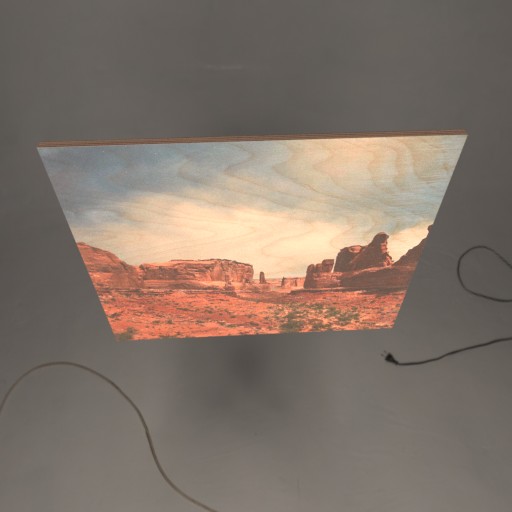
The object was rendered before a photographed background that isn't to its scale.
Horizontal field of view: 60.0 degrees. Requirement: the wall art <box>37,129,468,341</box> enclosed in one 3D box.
[{"bbox_3d":[0.000,0.000,0.673,0.508,0.406,0.013,-2,47,-2],"label":"wall art"}]
